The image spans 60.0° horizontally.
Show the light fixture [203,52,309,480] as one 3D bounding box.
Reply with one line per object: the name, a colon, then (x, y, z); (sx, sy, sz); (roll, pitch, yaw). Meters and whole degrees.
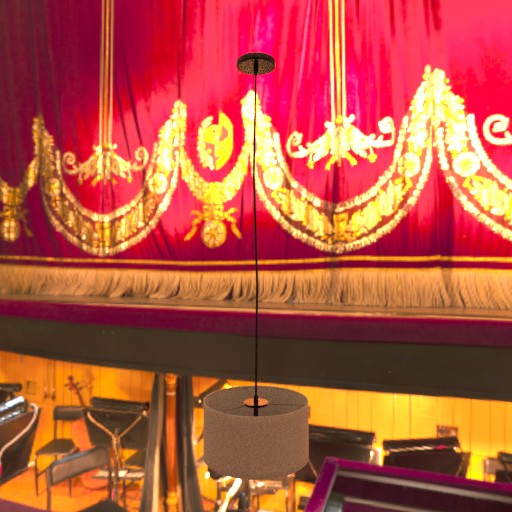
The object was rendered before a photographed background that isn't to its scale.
light fixture: (0.000, 0.000, 1.707); (0.399, 1.516, 0.399); (0, -1, 0)
